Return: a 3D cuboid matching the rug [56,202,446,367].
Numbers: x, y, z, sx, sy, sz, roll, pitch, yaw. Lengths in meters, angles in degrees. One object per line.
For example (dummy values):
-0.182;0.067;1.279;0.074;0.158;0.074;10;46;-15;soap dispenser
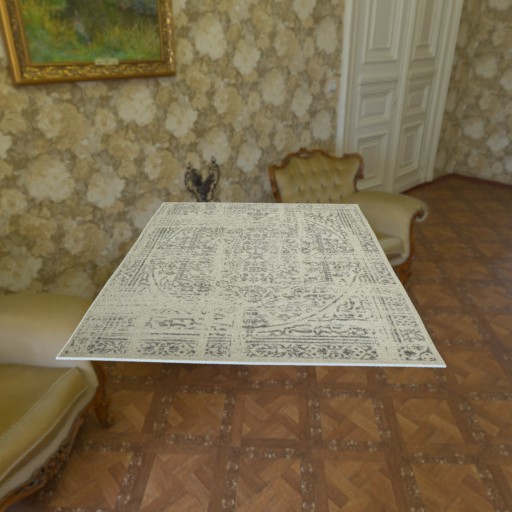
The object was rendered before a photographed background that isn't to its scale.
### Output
0.000;0.000;3.910;2.311;0.032;2.921;1;25;2;rug
